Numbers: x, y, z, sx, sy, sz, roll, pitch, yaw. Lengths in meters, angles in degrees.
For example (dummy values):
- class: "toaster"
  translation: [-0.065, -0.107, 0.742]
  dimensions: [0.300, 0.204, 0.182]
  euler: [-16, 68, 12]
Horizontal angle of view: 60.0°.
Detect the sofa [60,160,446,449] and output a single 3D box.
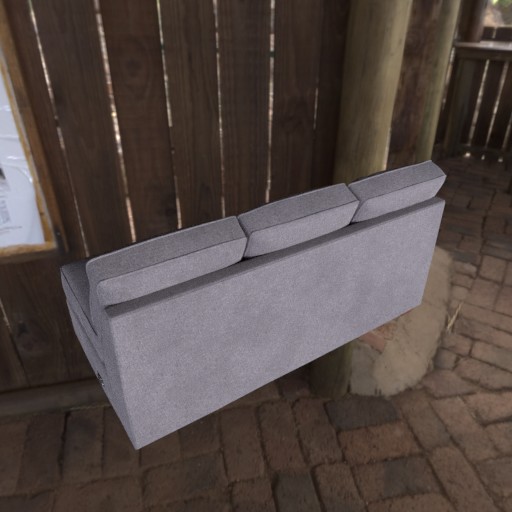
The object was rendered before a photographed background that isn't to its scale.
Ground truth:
- class: "sofa"
  translation: [0.000, 0.000, 2.531]
  dimensions: [1.962, 0.973, 1.027]
  euler: [-19, 35, -29]
